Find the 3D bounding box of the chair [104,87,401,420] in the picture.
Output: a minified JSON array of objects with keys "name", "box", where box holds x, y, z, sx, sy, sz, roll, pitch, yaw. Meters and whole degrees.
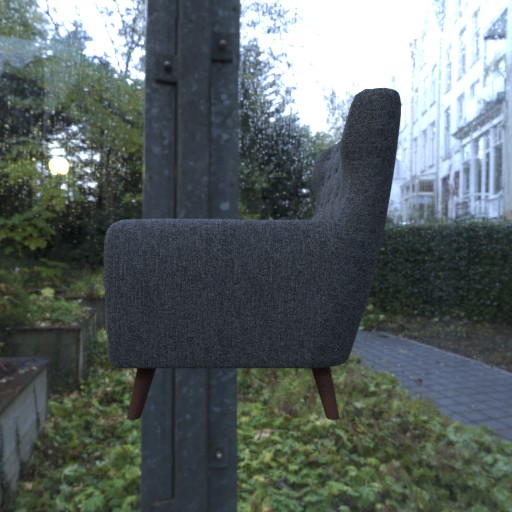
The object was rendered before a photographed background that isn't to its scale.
[{"name":"chair","box":[0.000,0.000,1.737,0.940,1.039,0.889,0,0,0]}]
